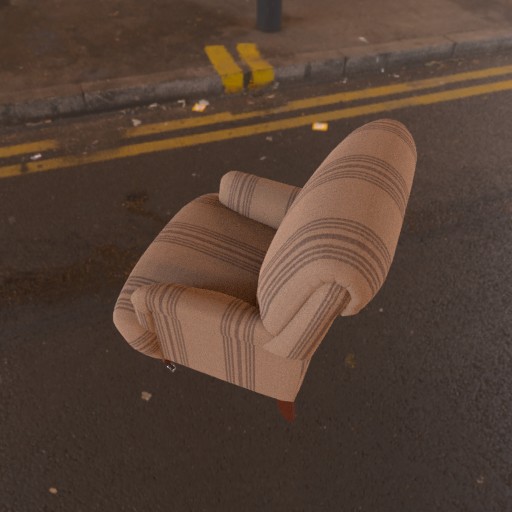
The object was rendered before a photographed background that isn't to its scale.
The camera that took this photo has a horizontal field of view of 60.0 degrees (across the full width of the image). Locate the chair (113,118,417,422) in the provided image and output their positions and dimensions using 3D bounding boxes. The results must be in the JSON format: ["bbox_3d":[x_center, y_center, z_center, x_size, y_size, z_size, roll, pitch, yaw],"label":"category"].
[{"bbox_3d":[0.000,0.000,1.630,0.914,0.940,0.813,16,47,15],"label":"chair"}]
